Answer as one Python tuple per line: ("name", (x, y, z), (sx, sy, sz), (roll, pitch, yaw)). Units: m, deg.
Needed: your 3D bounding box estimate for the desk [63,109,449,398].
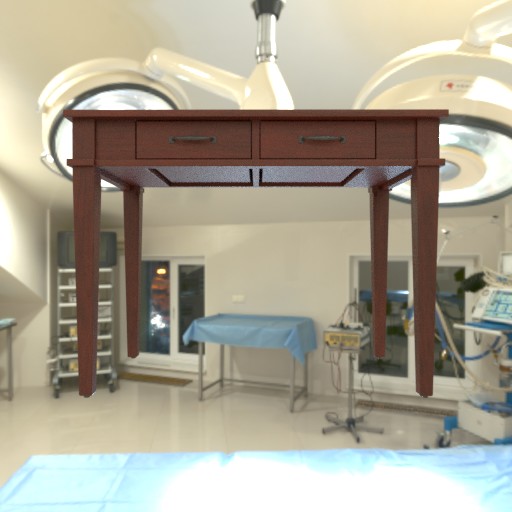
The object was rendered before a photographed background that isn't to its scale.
("desk", (0.000, 0.000, 1.424), (1.001, 0.762, 0.549), (0, 0, 0))
